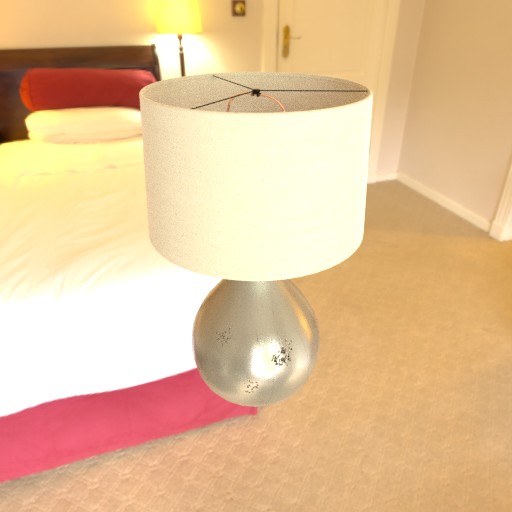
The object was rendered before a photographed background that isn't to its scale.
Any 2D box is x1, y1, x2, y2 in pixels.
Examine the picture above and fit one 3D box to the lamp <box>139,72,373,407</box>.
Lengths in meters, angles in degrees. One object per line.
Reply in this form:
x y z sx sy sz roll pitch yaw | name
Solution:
0.000 0.000 0.726 0.330 0.521 0.330 0 30 0 | lamp
